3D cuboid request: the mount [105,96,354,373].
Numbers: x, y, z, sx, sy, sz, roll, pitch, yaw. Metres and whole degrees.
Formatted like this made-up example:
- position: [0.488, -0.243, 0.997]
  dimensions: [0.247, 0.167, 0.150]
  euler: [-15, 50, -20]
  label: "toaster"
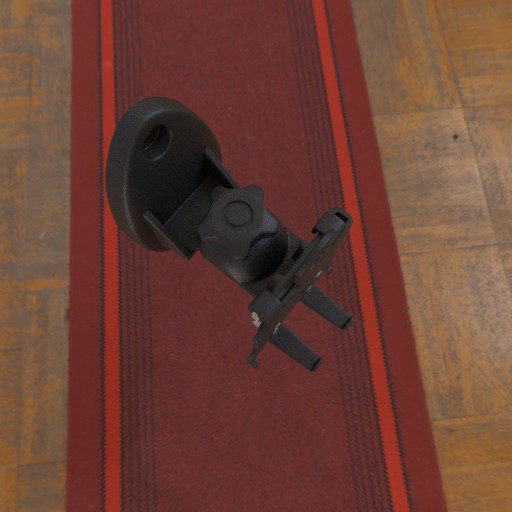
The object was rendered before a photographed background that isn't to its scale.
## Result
- position: [0.000, 0.000, 0.178]
  dimensions: [0.100, 0.118, 0.066]
  euler: [38, 77, 10]
  label: "mount"
